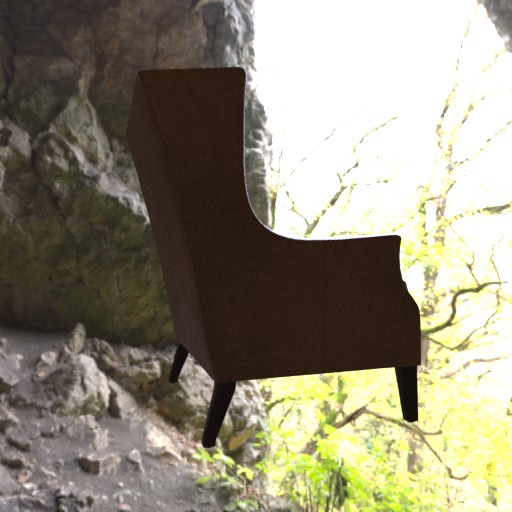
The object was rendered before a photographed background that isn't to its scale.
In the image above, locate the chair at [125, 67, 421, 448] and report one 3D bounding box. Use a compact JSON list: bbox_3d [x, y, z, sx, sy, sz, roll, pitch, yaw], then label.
[{"bbox_3d":[0.000,0.000,1.665,0.913,1.088,0.815,0,0,-19],"label":"chair"}]
